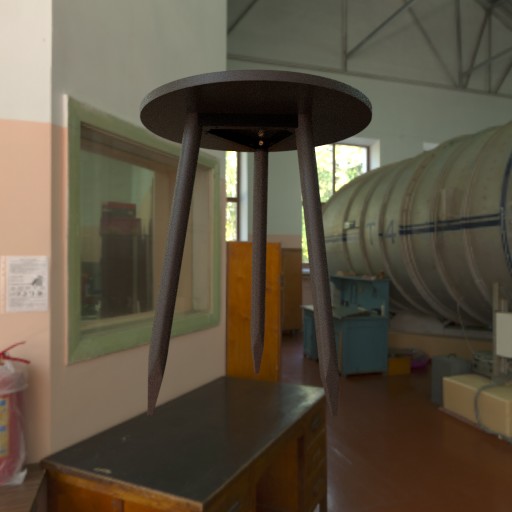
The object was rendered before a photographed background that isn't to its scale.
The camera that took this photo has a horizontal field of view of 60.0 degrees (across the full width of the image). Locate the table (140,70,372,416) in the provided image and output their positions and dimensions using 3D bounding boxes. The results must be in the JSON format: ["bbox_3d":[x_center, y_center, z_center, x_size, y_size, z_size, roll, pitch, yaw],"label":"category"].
[{"bbox_3d":[0.000,0.000,0.901,0.457,0.585,0.457,0,0,0],"label":"table"}]
